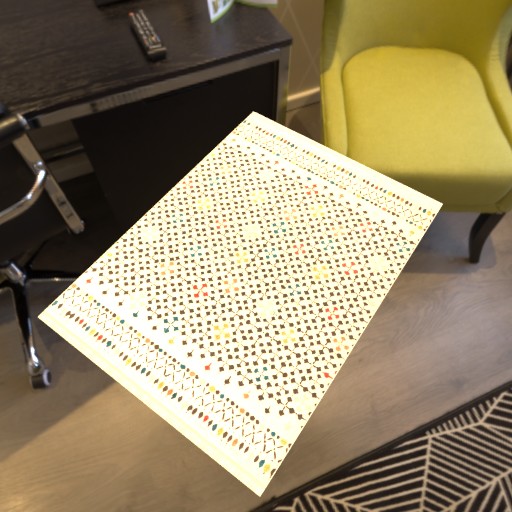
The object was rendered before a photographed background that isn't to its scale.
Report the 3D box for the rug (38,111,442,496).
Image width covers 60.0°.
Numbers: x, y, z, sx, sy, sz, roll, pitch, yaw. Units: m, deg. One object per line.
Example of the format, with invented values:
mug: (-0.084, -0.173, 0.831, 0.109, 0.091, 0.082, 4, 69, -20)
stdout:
rug: (0.000, 0.000, 2.022, 1.146, 0.006, 1.556, 31, 63, 18)
